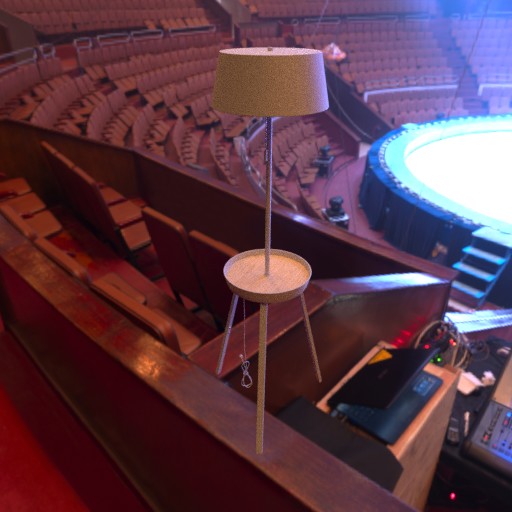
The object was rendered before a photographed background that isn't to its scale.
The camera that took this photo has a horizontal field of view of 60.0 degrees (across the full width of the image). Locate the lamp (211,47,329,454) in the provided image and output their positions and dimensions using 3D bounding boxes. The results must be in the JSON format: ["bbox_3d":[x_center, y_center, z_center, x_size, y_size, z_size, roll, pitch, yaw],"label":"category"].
[{"bbox_3d":[0.000,0.000,1.670,0.468,1.429,0.508,19,34,31],"label":"lamp"}]
